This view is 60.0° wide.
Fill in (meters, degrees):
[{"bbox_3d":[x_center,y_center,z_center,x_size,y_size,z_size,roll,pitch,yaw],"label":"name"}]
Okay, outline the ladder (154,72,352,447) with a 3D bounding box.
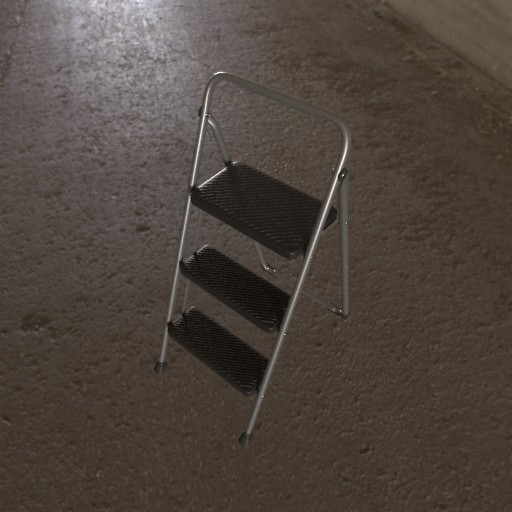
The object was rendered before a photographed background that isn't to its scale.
[{"bbox_3d":[0.000,0.000,1.284,0.430,0.945,0.629,31,55,25],"label":"ladder"}]
